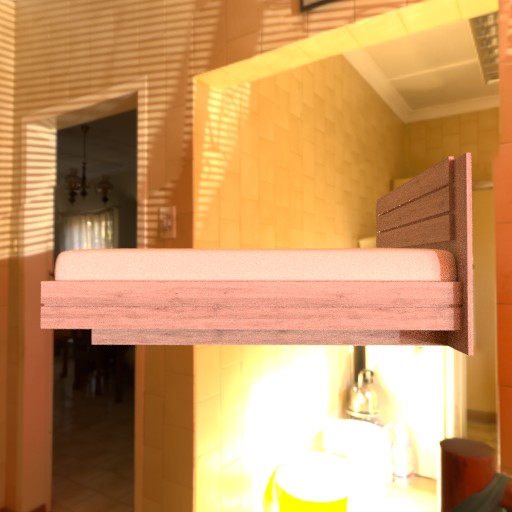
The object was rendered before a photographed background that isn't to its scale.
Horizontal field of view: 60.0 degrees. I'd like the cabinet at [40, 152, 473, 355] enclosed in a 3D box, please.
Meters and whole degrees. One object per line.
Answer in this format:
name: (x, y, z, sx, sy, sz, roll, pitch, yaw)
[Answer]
cabinet: (0.000, 0.000, 2.985, 2.080, 0.970, 1.750, 0, -1, 2)
